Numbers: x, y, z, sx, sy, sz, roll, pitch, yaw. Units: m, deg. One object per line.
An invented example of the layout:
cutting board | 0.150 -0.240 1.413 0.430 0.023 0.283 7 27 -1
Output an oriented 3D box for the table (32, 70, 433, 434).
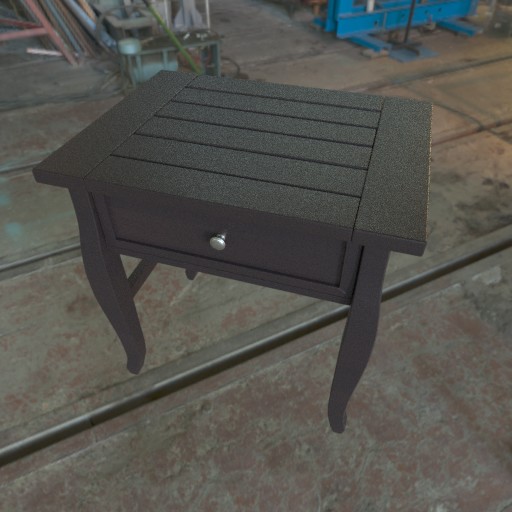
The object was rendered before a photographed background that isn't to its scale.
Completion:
table | 0.000 0.000 0.998 0.602 0.605 0.460 12 44 13
